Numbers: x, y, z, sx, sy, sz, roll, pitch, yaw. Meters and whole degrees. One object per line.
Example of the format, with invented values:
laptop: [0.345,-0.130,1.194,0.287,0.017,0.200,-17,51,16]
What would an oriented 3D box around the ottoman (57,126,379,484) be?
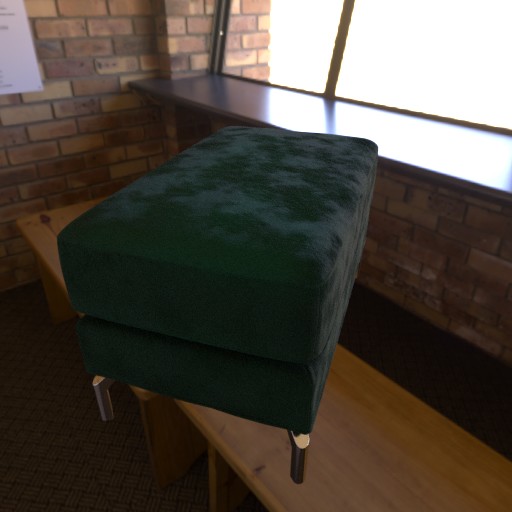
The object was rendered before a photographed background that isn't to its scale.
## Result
ottoman: [0.000,0.000,1.222,0.536,0.533,0.886,10,31,16]
